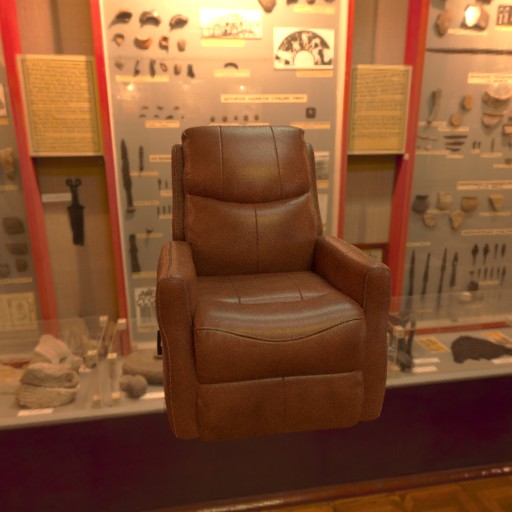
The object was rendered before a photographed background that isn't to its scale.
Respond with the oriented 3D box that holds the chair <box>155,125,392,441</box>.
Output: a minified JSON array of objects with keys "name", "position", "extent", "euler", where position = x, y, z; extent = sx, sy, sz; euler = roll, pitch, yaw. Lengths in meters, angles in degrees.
[{"name":"chair","position":[0.000,0.000,1.793],"extent":[0.821,1.016,1.072],"euler":[-2,17,-8]}]
